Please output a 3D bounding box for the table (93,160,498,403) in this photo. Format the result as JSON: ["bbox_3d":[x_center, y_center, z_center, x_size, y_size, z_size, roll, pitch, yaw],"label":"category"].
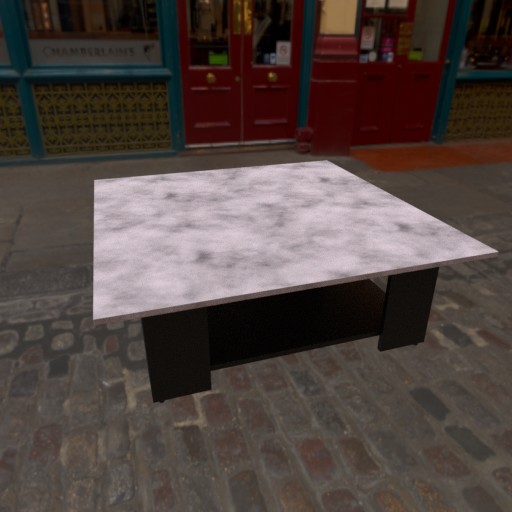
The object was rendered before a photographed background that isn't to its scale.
[{"bbox_3d":[0.000,0.000,1.347,0.890,0.305,0.890,-8,27,-16],"label":"table"}]
